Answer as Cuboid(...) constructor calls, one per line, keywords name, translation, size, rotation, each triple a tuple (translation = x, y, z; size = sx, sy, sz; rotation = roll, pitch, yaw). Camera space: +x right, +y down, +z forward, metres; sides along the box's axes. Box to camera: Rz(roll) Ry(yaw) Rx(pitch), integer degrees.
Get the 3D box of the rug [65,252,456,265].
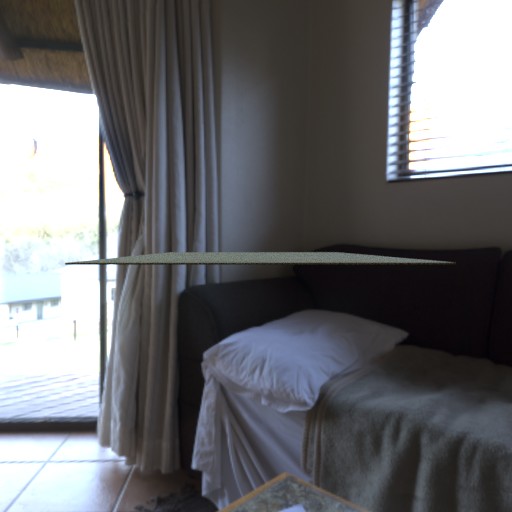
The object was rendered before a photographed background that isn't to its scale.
Cuboid(name="rug", translation=(0.000, 0.000, 2.160), size=(1.143, 0.006, 1.747), rotation=(0, 1, -1))
